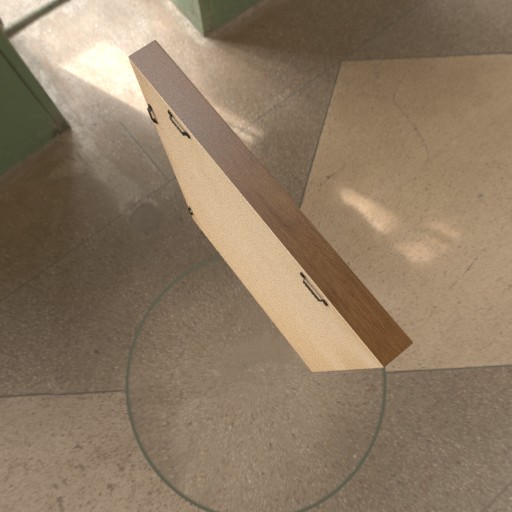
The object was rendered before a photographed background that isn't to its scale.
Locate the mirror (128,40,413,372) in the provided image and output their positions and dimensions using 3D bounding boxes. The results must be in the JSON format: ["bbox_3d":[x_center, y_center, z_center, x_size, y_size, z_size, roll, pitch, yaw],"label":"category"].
[{"bbox_3d":[0.000,0.000,0.676,0.041,0.508,0.405,-37,78,-9],"label":"mirror"}]
